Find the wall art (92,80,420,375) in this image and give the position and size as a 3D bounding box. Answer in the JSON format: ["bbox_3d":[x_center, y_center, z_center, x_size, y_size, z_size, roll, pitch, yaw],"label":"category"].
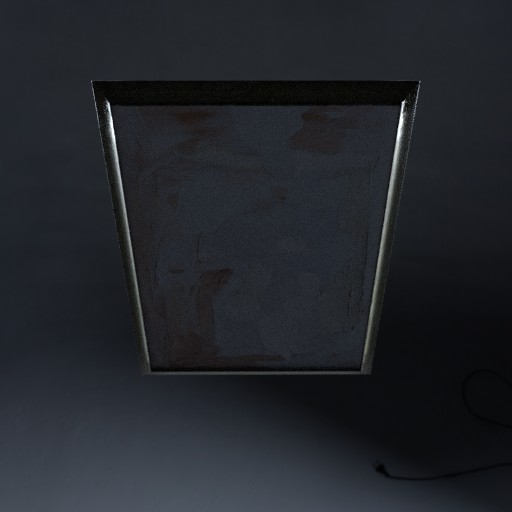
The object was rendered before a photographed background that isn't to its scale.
[{"bbox_3d":[0.000,0.000,0.619,0.381,0.457,0.023,0,29,0],"label":"wall art"}]
